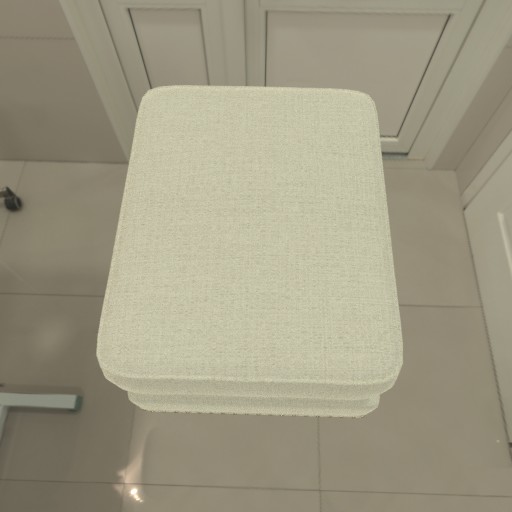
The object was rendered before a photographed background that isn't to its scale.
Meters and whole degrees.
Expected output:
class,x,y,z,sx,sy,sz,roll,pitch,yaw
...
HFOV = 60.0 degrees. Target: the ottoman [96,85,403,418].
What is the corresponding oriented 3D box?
class,x,y,z,sx,sy,sz,roll,pitch,yaw
ottoman,0.000,0.000,1.126,0.589,0.537,0.738,1,65,1
